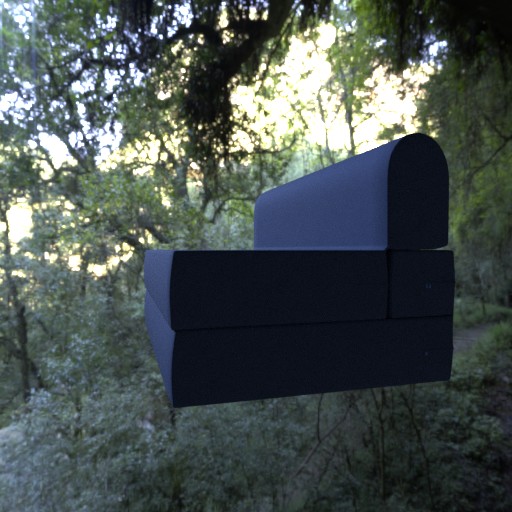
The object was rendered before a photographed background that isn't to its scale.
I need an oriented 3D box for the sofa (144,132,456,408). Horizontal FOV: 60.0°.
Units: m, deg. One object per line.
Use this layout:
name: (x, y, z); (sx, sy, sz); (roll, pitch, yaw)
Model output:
sofa: (0.000, 0.000, 1.658); (0.762, 0.660, 1.219); (0, 1, -17)
